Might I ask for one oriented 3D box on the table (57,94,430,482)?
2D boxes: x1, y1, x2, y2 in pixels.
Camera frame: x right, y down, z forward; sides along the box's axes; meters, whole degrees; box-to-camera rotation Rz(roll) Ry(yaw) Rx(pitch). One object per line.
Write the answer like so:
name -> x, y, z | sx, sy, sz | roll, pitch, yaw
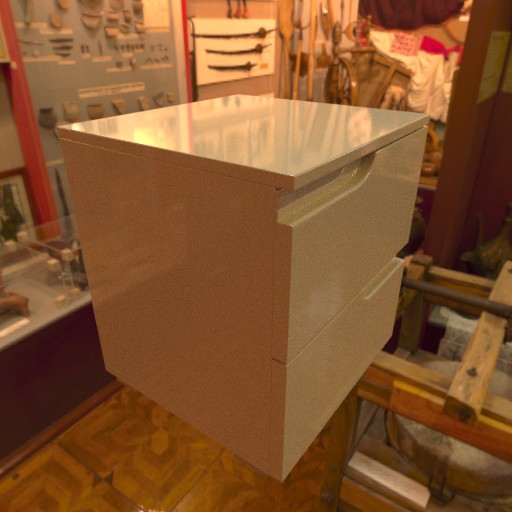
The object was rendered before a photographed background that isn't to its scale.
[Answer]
table -> 0.000, 0.000, 0.787 | 0.400, 0.470, 0.420 | 19, 33, 32
